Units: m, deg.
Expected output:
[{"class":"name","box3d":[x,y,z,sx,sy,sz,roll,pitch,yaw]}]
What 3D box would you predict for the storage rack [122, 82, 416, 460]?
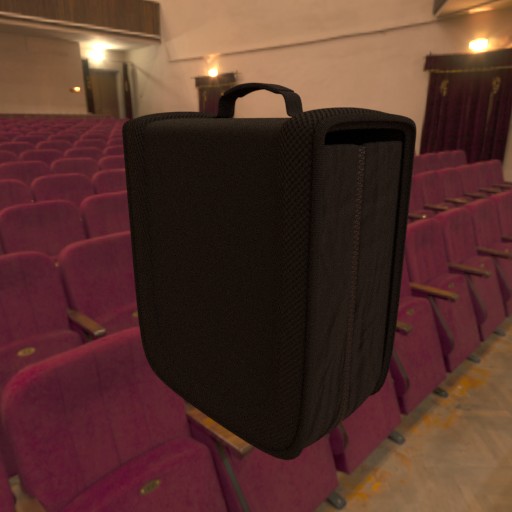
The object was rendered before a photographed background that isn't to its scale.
[{"class":"storage rack","box3d":[0.000,0.000,0.532,0.297,0.387,0.168,16,23,42]}]
